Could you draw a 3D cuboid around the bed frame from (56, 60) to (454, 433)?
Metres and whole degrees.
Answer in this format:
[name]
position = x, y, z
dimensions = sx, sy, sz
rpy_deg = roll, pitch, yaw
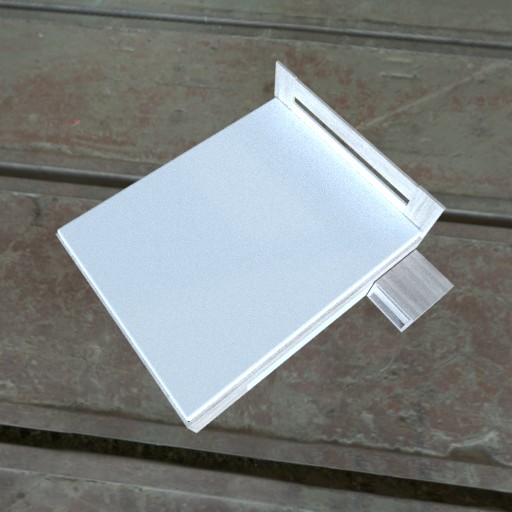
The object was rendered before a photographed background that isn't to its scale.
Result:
[bed frame]
position = 0.000, 0.000, 3.134
dimensions = 2.050, 0.860, 2.040
rpy_deg = -36, 70, -15
